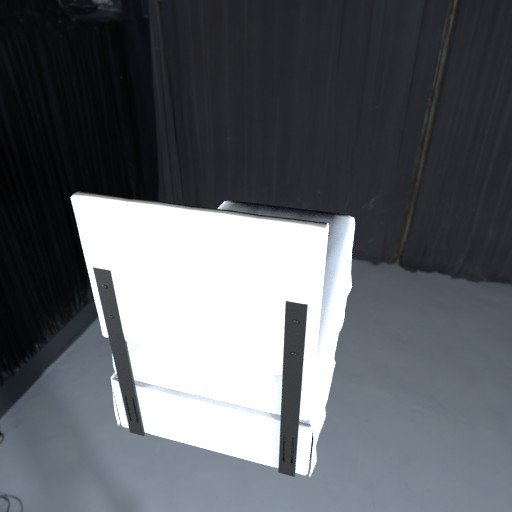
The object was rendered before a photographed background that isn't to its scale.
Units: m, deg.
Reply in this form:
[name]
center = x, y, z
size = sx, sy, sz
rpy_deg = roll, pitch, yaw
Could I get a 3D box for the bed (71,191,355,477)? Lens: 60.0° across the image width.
[bed]
center = 0.000, 0.000, 3.012
size = 1.261, 1.571, 1.997
rpy_deg = 9, 32, 14
